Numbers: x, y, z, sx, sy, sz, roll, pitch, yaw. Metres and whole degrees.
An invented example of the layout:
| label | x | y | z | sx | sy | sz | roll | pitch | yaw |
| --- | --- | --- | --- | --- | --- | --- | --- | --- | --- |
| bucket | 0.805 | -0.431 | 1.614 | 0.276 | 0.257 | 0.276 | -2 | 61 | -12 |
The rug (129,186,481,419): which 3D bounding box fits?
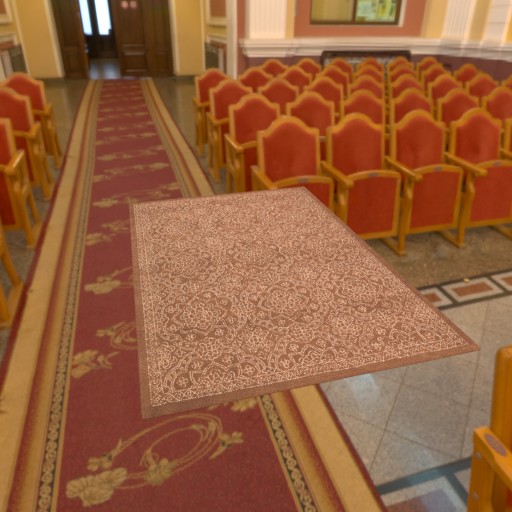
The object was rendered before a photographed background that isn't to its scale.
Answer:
| label | x | y | z | sx | sy | sz | roll | pitch | yaw |
| --- | --- | --- | --- | --- | --- | --- | --- | --- | --- |
| rug | 0.000 | 0.000 | 2.824 | 1.524 | 0.011 | 2.286 | -7 | 29 | -13 |
